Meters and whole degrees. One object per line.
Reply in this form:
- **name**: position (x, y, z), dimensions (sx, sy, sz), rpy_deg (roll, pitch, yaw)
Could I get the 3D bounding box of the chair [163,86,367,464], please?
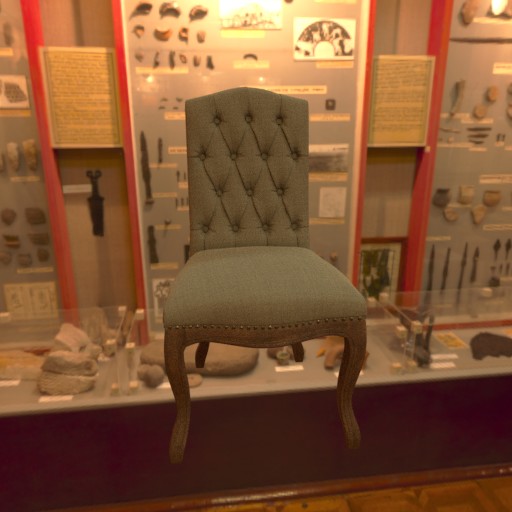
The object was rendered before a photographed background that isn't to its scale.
- **chair**: position (0.000, 0.000, 1.612), dimensions (0.637, 1.191, 0.731), rpy_deg (-2, 18, -6)
